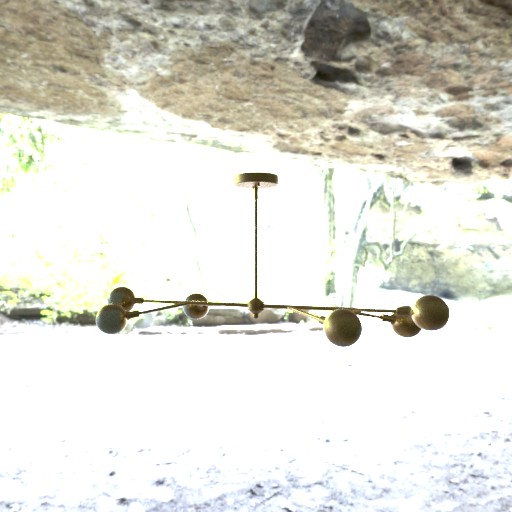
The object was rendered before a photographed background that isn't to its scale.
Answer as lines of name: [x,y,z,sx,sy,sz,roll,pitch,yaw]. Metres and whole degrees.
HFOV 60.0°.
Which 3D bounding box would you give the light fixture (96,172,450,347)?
light fixture: [0.000,0.000,1.005,0.778,0.362,0.434,0,0,37]
